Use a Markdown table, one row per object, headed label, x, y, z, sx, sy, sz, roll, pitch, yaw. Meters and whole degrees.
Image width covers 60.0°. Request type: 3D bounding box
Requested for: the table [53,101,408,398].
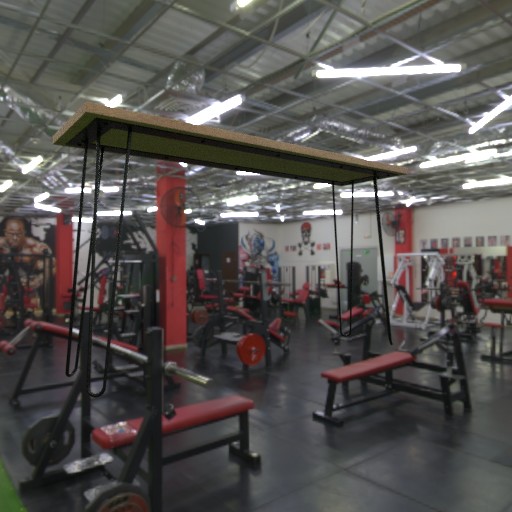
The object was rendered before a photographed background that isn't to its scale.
| label | x | y | z | sx | sy | sz | roll | pitch | yaw |
| --- | --- | --- | --- | --- | --- | --- | --- | --- | --- |
| table | 0.000 | 0.000 | 1.734 | 1.400 | 0.799 | 0.399 | 1 | -1 | -36 |
